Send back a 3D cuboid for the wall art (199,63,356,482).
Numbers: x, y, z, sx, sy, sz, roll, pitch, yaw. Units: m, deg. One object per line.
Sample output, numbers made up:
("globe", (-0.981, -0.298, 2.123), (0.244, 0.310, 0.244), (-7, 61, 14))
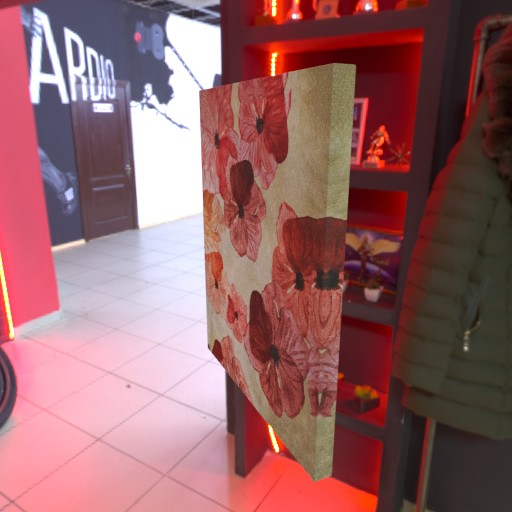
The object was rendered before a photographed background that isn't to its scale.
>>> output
("wall art", (0.000, 0.000, 0.689), (0.028, 0.508, 0.406), (-8, 18, -25))
